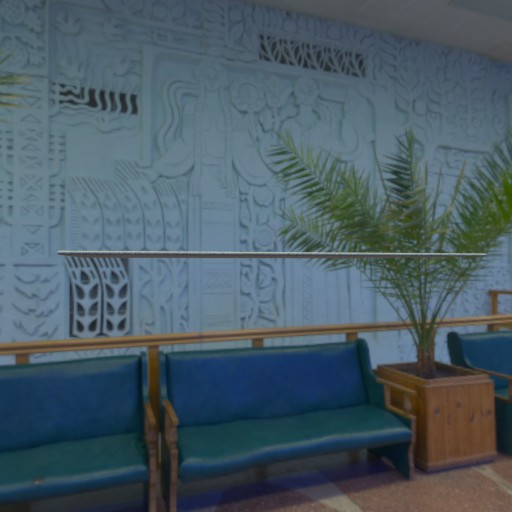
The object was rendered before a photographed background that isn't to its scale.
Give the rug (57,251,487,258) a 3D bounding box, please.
[{"bbox_3d":[0.000,0.000,2.788,2.132,0.015,1.526,0,-1,-18],"label":"rug"}]
